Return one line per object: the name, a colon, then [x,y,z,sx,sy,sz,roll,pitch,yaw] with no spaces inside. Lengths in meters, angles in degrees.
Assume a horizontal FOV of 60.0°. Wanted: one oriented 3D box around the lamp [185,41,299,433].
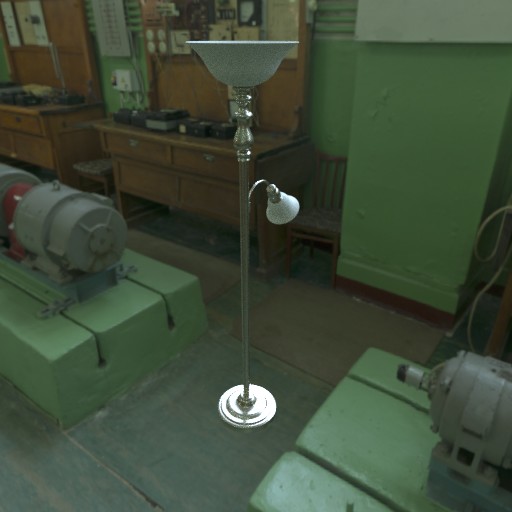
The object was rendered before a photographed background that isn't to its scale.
lamp: [0.000,0.000,2.049,0.405,1.785,0.575,18,32,31]
